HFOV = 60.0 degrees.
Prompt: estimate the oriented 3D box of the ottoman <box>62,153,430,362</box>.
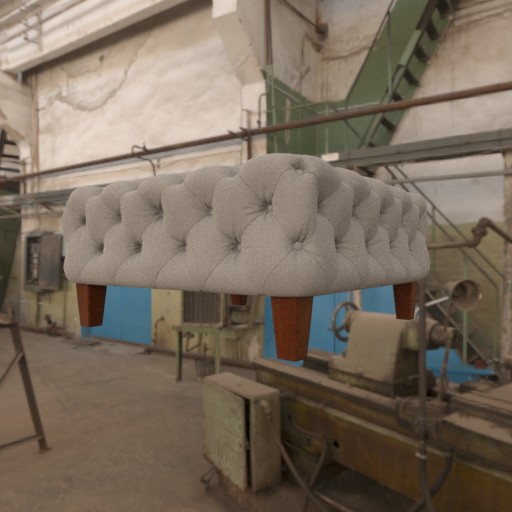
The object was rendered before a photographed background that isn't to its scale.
[{"bbox_3d":[0.000,0.000,1.469,0.917,0.439,0.911,0,0,37],"label":"ottoman"}]
